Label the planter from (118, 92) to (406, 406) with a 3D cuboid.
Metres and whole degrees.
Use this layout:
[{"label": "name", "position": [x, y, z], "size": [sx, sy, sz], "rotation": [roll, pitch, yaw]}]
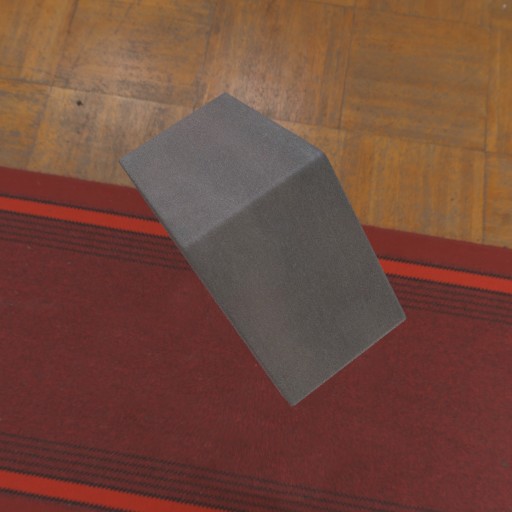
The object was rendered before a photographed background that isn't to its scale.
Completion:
[{"label": "planter", "position": [0.000, 0.000, 0.293], "size": [0.077, 0.206, 0.169], "rotation": [-35, 79, -8]}]
